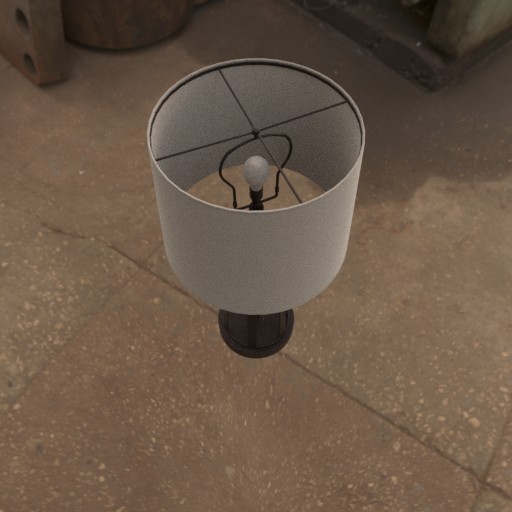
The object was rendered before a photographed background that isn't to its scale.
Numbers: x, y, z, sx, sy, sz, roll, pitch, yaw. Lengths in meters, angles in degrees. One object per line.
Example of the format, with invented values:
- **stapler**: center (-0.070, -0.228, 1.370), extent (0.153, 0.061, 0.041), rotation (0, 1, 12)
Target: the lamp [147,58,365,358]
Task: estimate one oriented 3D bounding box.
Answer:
- **lamp**: center (0.000, 0.000, 0.667), extent (0.251, 0.509, 0.251), rotation (0, 59, 0)
